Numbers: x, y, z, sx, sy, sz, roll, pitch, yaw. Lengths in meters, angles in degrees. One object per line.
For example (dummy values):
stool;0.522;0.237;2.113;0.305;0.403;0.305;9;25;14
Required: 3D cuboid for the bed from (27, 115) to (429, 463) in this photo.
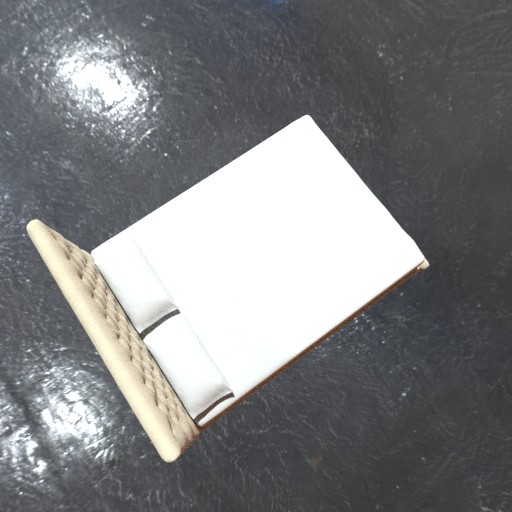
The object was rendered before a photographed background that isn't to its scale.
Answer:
bed;0.000;0.000;3.428;2.387;1.427;1.698;-34;78;-8
